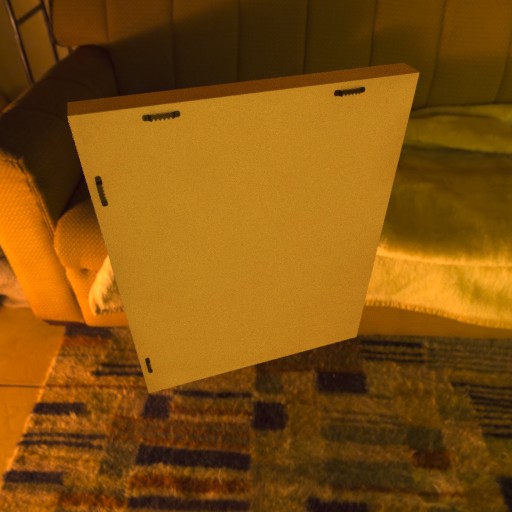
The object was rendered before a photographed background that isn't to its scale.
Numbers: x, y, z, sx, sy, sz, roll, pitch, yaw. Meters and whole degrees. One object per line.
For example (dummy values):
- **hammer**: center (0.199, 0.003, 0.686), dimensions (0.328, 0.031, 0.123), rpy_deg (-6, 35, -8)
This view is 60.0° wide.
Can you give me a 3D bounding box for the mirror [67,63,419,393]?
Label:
- **mirror**: center (0.000, 0.000, 0.668), dimensions (0.406, 0.509, 0.041), rpy_deg (-12, 43, -13)
